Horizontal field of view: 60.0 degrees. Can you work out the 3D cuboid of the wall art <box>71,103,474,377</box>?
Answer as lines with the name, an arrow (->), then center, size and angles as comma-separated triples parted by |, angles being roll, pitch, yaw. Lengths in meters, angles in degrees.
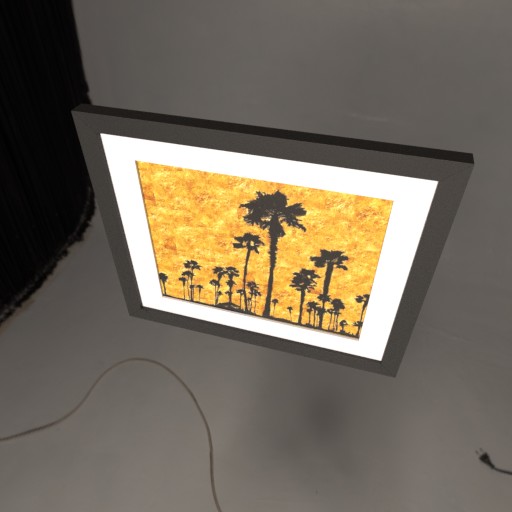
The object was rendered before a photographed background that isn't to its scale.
wall art -> 0.000, 0.000, 0.759 | 0.561, 0.460, 0.028 | 11, 43, 12
